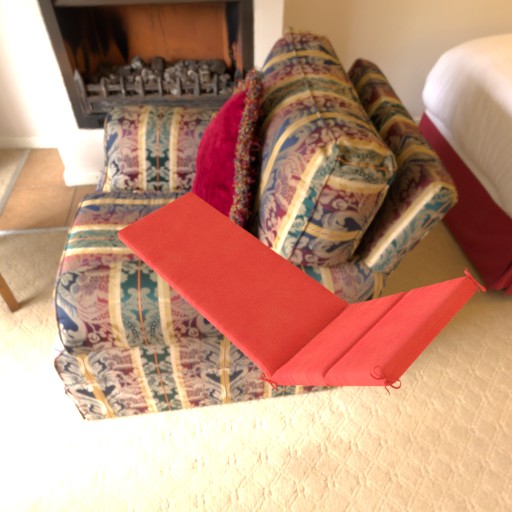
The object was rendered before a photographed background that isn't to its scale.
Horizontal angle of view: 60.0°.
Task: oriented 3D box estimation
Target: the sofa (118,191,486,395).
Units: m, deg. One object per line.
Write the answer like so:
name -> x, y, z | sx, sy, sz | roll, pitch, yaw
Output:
sofa -> 0.000, 0.000, 1.955 | 0.582, 0.622, 1.663 | -35, 56, -29
